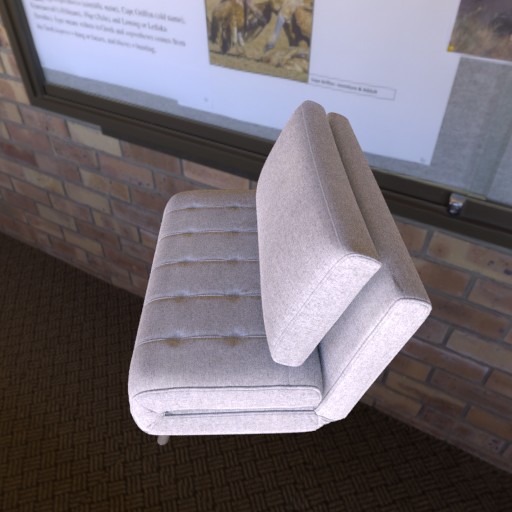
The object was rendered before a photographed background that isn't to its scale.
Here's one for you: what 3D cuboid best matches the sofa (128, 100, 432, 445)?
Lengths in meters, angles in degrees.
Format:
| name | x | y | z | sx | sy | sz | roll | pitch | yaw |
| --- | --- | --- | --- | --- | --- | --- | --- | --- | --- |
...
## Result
| name | x | y | z | sx | sy | sz | roll | pitch | yaw |
| --- | --- | --- | --- | --- | --- | --- | --- | --- | --- |
| sofa | 0.000 | 0.000 | 1.834 | 0.910 | 0.910 | 1.220 | -1 | 41 | -1 |
